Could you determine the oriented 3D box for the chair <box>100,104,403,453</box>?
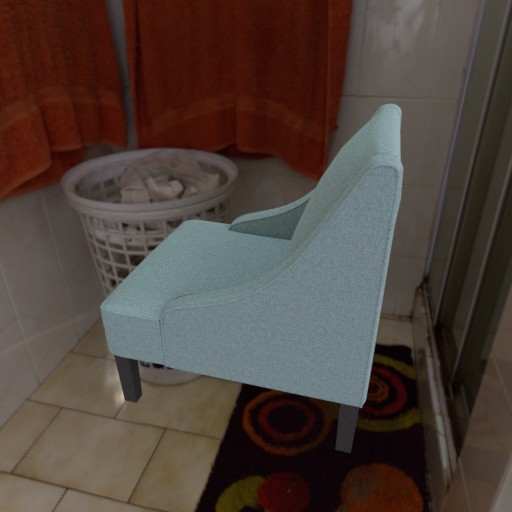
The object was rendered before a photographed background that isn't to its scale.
[{"bbox_3d":[0.000,0.000,1.860,1.025,1.133,0.857,8,30,14],"label":"chair"}]
